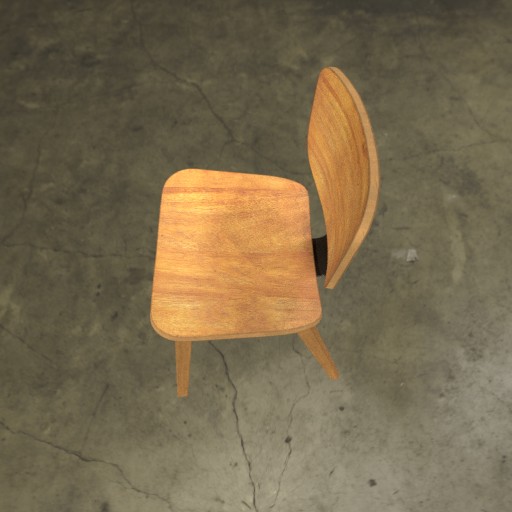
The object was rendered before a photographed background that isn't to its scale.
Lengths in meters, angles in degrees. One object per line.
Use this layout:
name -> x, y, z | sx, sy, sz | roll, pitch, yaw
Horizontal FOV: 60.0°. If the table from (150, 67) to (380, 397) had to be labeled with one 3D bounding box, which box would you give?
table -> 0.000, 0.000, 1.125 | 0.500, 0.805, 0.499 | -2, 59, -1
